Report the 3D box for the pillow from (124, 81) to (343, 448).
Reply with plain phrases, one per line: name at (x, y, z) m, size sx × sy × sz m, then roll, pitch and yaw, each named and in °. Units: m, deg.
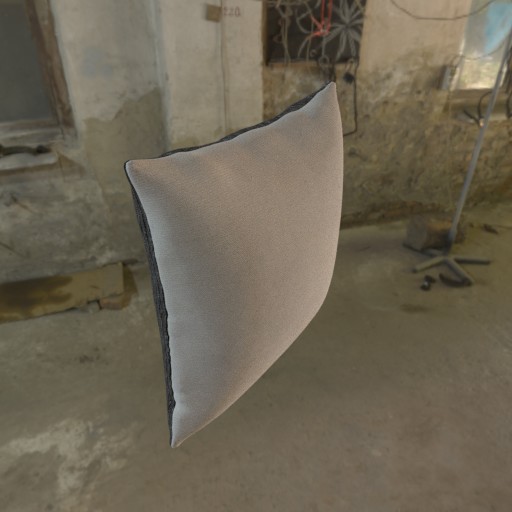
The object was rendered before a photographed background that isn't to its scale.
pillow at (0.000, 0.000, 0.672) m, size 0.196 × 0.434 × 0.433 m, roll 20°, pitch 38°, yaw 28°
